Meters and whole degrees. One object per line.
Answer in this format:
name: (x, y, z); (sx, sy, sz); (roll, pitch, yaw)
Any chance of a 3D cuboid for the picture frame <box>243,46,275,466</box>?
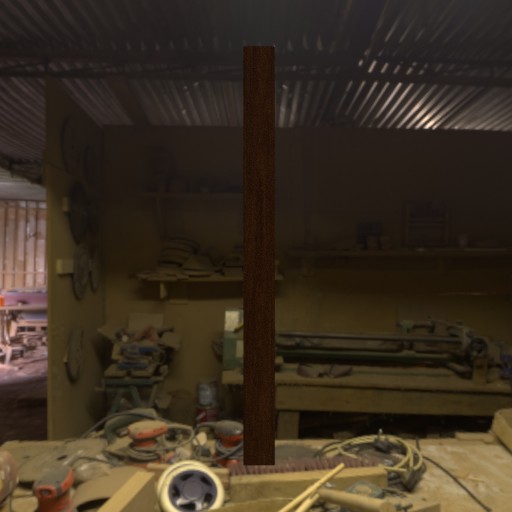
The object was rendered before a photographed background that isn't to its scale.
picture frame: (0.000, 0.000, 0.539); (0.025, 0.330, 0.381); (0, 0, -1)
